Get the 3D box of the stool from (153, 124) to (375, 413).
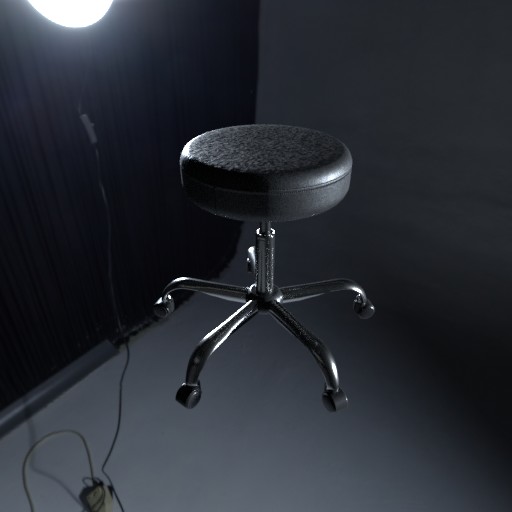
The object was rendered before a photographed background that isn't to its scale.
[{"bbox_3d":[0.000,0.000,1.165,0.673,0.576,0.638,21,37,30],"label":"stool"}]
